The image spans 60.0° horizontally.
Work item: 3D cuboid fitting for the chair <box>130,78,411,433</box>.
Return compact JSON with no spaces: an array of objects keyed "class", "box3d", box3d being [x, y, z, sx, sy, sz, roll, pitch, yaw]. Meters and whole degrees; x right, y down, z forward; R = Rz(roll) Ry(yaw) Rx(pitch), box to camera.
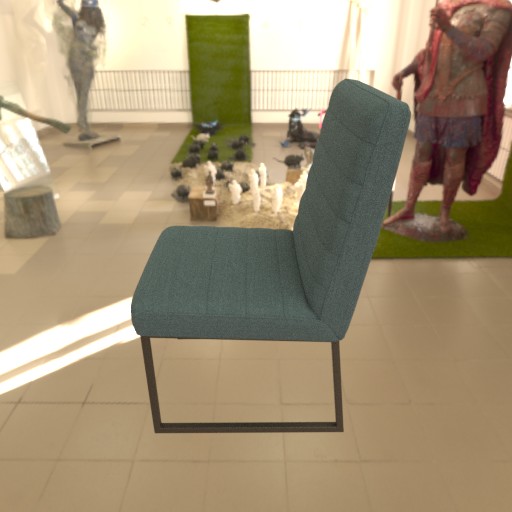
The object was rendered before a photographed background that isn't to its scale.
[{"class":"chair","box3d":[0.000,0.000,1.295,0.634,0.930,0.520,0,27,0]}]
